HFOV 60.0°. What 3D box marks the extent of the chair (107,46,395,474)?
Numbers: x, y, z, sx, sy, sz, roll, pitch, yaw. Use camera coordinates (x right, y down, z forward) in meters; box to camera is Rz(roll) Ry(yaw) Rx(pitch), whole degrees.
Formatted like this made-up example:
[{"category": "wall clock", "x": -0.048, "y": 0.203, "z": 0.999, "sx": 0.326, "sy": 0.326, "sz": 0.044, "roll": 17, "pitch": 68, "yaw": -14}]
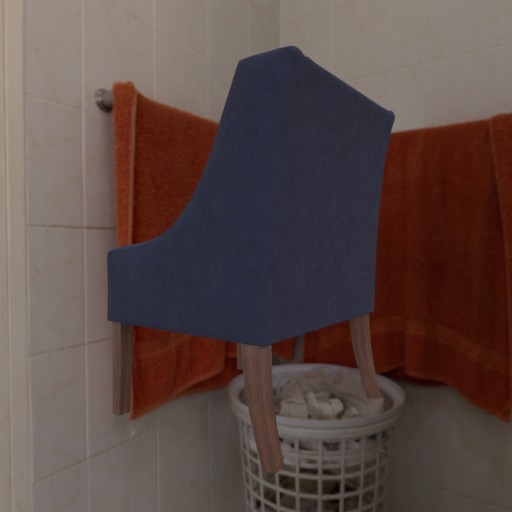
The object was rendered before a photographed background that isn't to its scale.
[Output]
[{"category": "chair", "x": 0.000, "y": 0.000, "z": 1.323, "sx": 0.629, "sy": 0.895, "sz": 0.629, "roll": 1, "pitch": 2, "yaw": 37}]
